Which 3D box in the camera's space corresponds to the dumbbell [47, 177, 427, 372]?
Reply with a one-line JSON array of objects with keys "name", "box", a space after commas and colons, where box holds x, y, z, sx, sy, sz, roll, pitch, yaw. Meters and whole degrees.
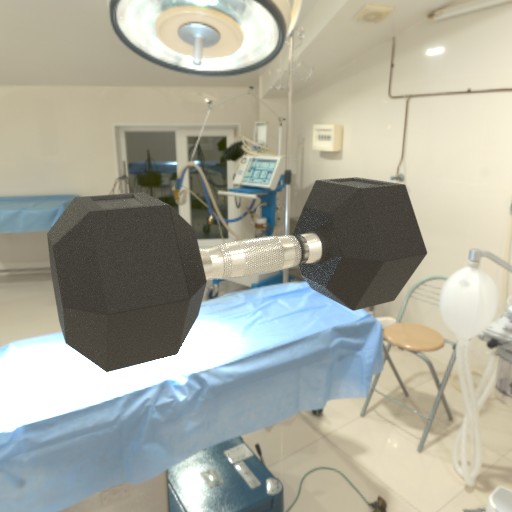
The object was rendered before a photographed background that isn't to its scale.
[{"name": "dumbbell", "box": [0.000, 0.000, 0.379, 0.315, 0.113, 0.129, -9, 19, -27]}]
